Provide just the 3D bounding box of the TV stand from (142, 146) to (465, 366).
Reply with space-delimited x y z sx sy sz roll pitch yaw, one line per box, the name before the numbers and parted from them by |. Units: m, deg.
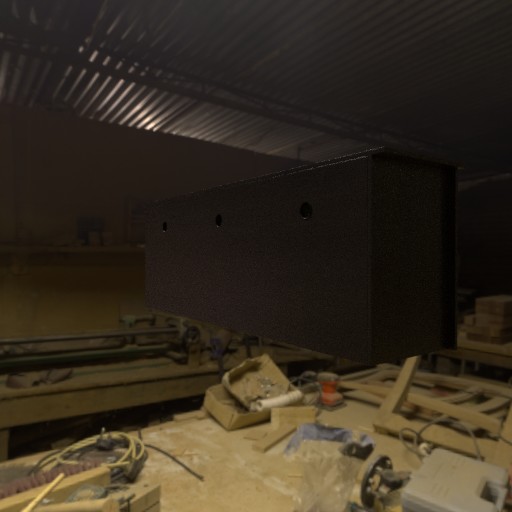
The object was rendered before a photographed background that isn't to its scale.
TV stand | 0.000 0.000 2.053 0.406 0.610 1.778 0 1 -35
